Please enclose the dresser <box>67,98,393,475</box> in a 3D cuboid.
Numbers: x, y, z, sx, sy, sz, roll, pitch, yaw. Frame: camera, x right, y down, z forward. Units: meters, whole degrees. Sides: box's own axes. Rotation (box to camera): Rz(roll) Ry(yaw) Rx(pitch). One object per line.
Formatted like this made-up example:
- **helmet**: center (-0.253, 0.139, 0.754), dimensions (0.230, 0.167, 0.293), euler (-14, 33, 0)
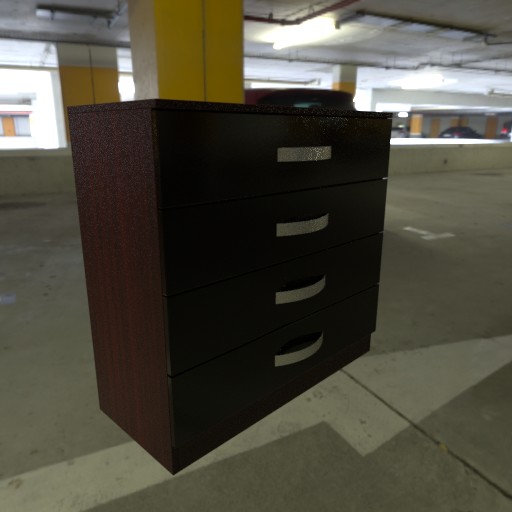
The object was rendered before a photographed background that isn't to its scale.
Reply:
- **dresser**: center (0.000, 0.000, 1.148), dimensions (0.360, 0.720, 0.750), euler (15, 22, 43)
